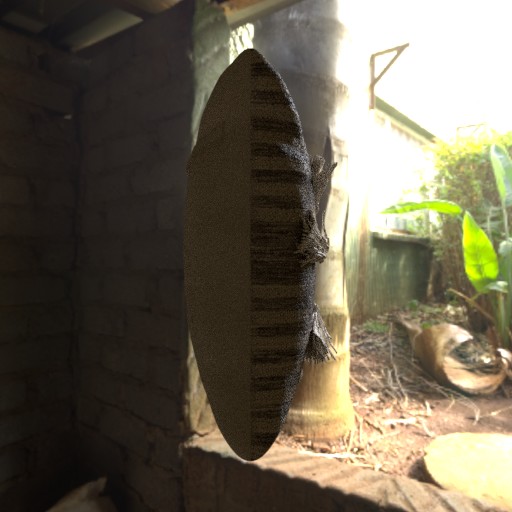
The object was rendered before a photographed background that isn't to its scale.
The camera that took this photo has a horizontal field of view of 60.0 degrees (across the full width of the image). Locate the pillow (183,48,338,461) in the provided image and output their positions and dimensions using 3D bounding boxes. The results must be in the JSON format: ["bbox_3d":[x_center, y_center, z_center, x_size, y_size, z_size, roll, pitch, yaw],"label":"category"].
[{"bbox_3d":[0.000,0.000,0.755,0.234,0.490,0.484,0,0,-1],"label":"pillow"}]
